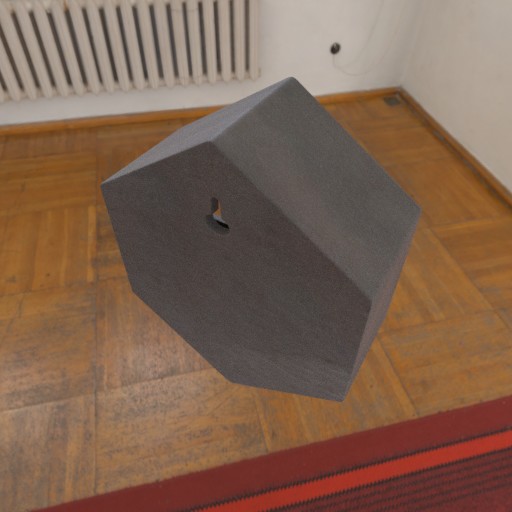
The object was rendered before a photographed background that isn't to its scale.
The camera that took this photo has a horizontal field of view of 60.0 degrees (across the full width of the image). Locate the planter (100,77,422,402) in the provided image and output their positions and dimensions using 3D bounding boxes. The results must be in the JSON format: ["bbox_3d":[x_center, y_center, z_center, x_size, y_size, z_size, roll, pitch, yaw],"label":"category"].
[{"bbox_3d":[0.000,0.000,0.286,0.169,0.206,0.077,23,50,21],"label":"planter"}]
